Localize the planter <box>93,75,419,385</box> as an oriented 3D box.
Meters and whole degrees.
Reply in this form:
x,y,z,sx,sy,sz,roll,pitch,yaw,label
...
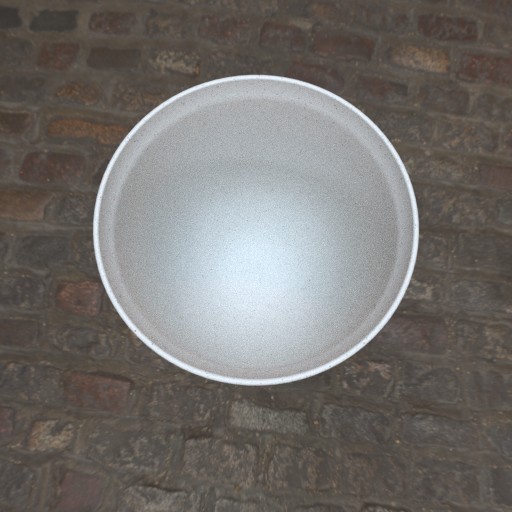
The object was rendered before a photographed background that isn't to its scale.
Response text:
x,y,z,sx,sy,sz,roll,pitch,yaw,label
0.000,0.000,0.492,0.268,0.270,0.268,0,76,0,planter
